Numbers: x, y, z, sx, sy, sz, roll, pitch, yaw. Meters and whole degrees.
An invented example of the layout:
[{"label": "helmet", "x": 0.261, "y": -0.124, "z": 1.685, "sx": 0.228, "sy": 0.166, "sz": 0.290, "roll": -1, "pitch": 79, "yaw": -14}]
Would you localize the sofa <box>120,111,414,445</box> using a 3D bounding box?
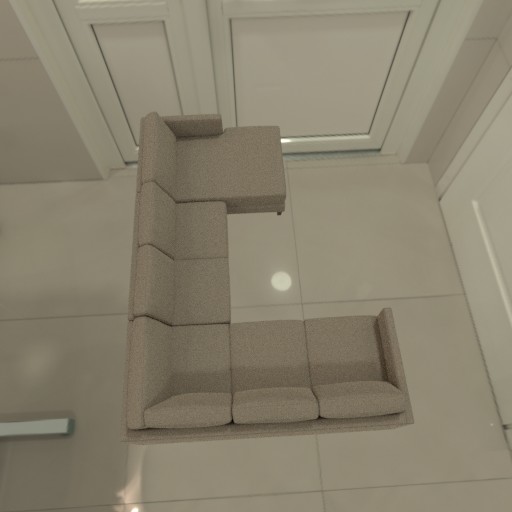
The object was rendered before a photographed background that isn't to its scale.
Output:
[{"label": "sofa", "x": 0.000, "y": 0.000, "z": 4.558, "sx": 2.424, "sy": 0.865, "sz": 3.438, "roll": -3, "pitch": 65, "yaw": -2}]
